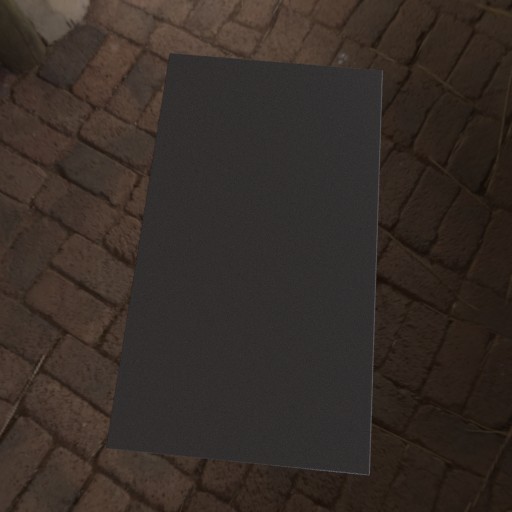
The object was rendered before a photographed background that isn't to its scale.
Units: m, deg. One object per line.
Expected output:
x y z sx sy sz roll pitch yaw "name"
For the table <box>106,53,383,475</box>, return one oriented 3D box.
0.000 0.000 1.487 0.703 0.404 1.201 5 77 1 "table"
